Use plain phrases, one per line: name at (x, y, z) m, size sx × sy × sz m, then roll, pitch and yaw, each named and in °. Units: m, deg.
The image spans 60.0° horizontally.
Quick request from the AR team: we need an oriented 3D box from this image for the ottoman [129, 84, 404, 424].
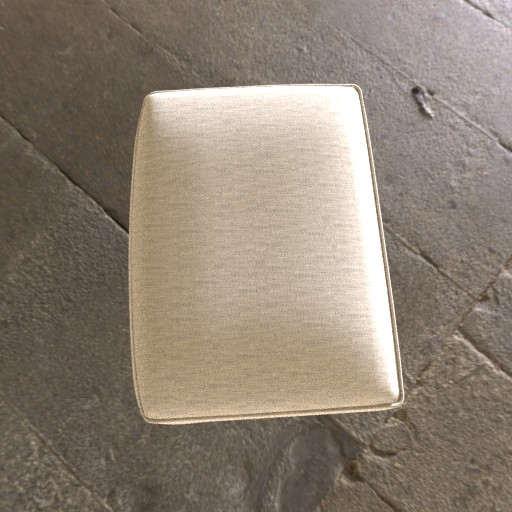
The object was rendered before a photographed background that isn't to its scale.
ottoman at (0.000, 0.000, 1.172) m, size 0.594 × 0.465 × 0.794 m, roll -3°, pitch 75°, yaw -1°
